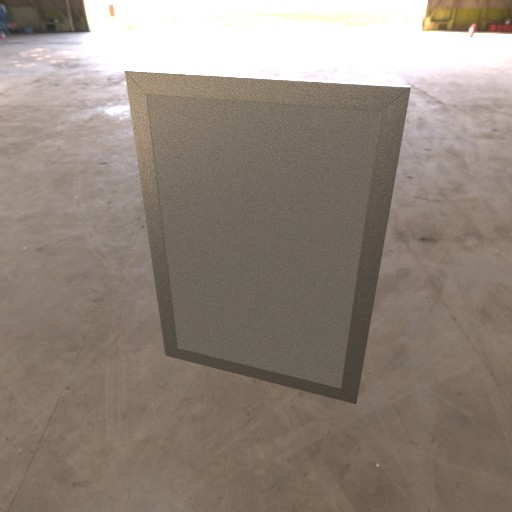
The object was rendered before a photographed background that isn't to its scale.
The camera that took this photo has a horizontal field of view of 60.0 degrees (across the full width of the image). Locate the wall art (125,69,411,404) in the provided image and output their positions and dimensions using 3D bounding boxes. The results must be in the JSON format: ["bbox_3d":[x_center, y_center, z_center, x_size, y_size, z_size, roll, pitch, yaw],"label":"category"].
[{"bbox_3d":[0.000,0.000,0.698,0.376,0.529,0.013,10,33,16],"label":"wall art"}]
